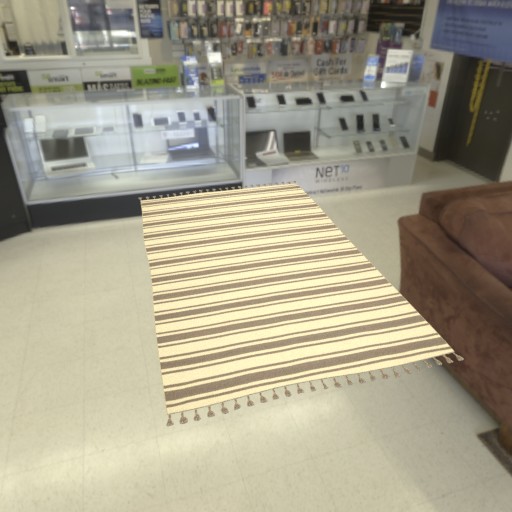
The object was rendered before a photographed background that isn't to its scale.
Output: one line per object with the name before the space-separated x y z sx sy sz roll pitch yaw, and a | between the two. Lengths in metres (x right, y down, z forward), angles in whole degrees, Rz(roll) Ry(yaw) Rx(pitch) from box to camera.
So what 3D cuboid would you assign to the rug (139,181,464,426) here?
rug | 0.000 0.000 2.560 1.229 0.011 2.096 -8 32 -13
